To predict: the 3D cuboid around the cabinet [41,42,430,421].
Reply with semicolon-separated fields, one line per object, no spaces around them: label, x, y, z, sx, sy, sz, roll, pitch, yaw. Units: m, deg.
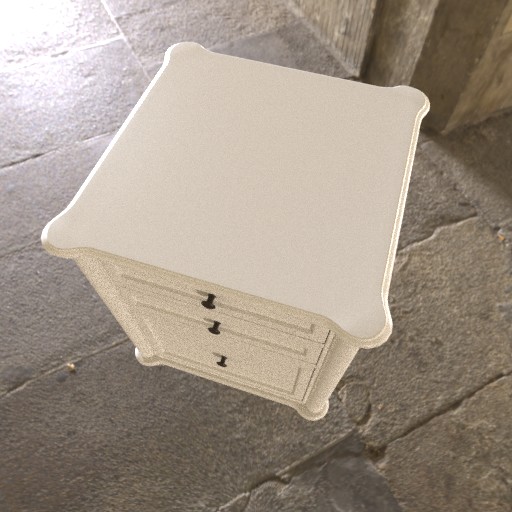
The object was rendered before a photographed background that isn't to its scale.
cabinet;0.000;0.000;1.198;0.628;0.761;0.627;16;61;9
